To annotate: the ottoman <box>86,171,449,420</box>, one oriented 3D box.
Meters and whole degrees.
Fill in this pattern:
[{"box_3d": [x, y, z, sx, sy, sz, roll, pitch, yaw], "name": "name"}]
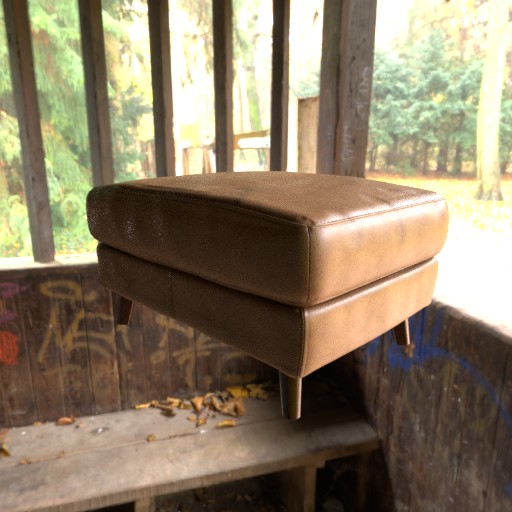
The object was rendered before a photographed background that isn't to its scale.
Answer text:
[{"box_3d": [0.000, 0.000, 1.253, 0.869, 0.461, 0.630, 14, 20, 43], "name": "ottoman"}]
